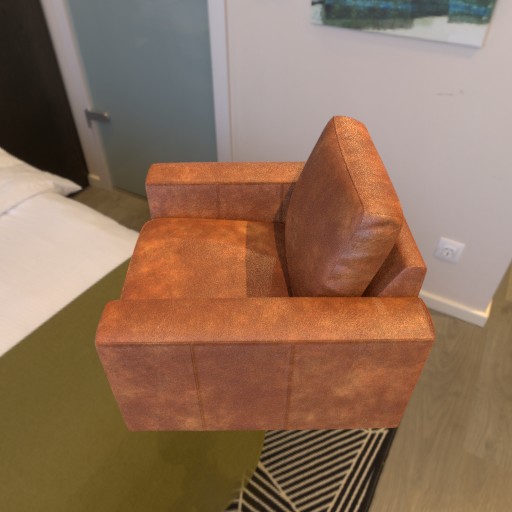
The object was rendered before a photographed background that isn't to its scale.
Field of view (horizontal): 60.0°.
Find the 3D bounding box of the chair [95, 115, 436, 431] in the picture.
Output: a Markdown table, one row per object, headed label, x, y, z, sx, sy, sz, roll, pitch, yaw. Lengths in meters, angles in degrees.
| label | x | y | z | sx | sy | sz | roll | pitch | yaw |
| --- | --- | --- | --- | --- | --- | --- | --- | --- | --- |
| chair | 0.000 | 0.000 | 1.702 | 1.016 | 0.873 | 1.005 | 0 | 42 | -1 |
